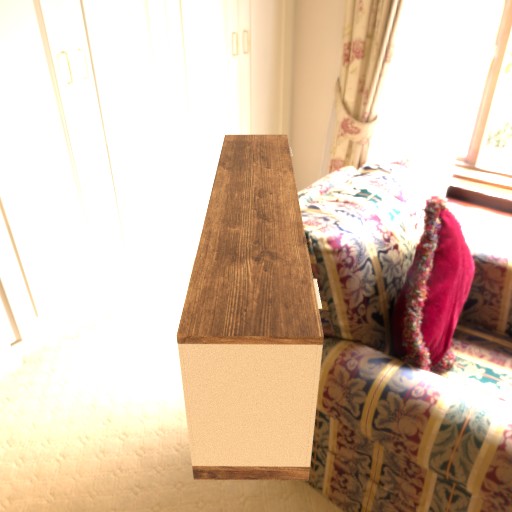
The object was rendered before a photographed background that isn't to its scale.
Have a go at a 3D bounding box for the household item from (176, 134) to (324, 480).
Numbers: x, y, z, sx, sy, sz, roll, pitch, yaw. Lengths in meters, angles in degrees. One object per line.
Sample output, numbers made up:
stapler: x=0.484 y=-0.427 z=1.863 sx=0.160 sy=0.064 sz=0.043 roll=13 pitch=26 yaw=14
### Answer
household item: x=0.000 y=0.000 z=2.052 sx=0.390 sy=0.615 sz=1.800 roll=0 pitch=31 yaw=0
